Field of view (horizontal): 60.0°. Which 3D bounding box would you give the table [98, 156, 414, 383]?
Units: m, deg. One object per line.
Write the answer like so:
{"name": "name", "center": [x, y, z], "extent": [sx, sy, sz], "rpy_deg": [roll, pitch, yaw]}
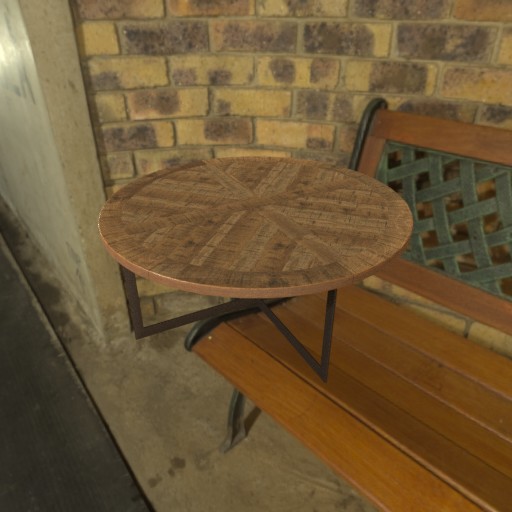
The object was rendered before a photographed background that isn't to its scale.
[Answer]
{"name": "table", "center": [0.000, 0.000, 1.987], "extent": [1.264, 0.516, 1.264], "rpy_deg": [0, 30, 0]}
